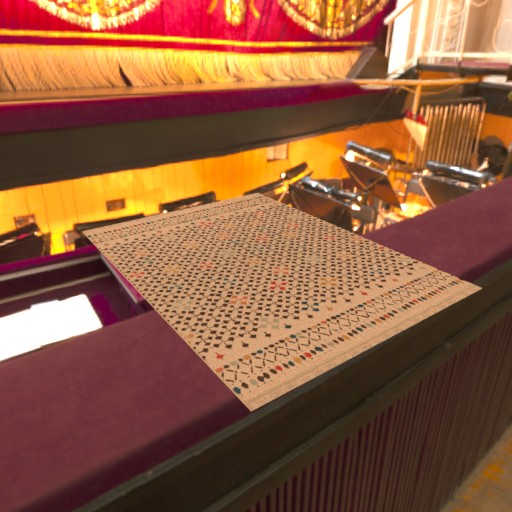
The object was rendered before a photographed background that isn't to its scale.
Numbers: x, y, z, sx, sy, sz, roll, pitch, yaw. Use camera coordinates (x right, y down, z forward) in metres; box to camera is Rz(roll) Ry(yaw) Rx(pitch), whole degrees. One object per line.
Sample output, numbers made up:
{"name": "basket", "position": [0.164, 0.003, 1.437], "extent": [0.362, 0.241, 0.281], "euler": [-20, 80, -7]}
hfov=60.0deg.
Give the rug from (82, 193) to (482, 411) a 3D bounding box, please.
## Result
{"name": "rug", "position": [0.000, 0.000, 2.069], "extent": [1.146, 0.006, 1.556], "euler": [-17, 31, -32]}
